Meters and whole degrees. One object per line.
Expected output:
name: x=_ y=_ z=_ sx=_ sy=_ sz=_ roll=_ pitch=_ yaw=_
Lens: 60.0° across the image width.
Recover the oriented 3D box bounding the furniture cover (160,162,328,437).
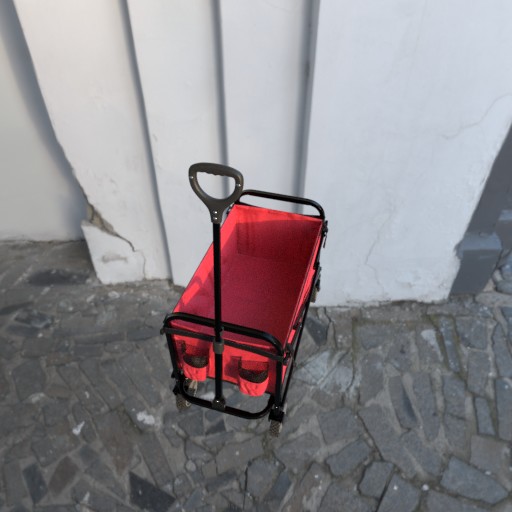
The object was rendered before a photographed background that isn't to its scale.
furniture cover: x=0.000 y=0.000 z=1.858 sx=0.532 sy=1.295 sz=1.038 roll=11 pitch=43 yaw=12
